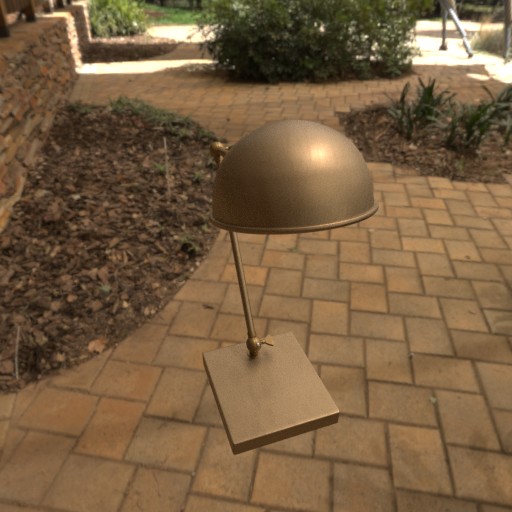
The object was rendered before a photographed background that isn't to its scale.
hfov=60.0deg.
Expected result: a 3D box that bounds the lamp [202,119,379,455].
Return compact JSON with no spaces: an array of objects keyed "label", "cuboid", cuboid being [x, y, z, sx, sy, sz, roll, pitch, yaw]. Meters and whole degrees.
[{"label":"lamp","cuboid":[0.000,0.000,0.532,0.149,0.371,0.339,-11,34,-16]}]
